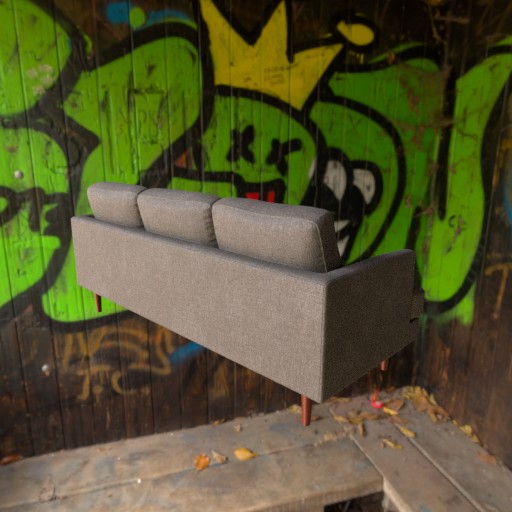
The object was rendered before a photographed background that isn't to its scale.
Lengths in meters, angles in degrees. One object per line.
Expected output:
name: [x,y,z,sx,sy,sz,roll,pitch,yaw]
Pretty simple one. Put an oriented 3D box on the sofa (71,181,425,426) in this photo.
sofa: [0.000,0.000,2.965,2.233,0.956,1.504,14,20,43]
